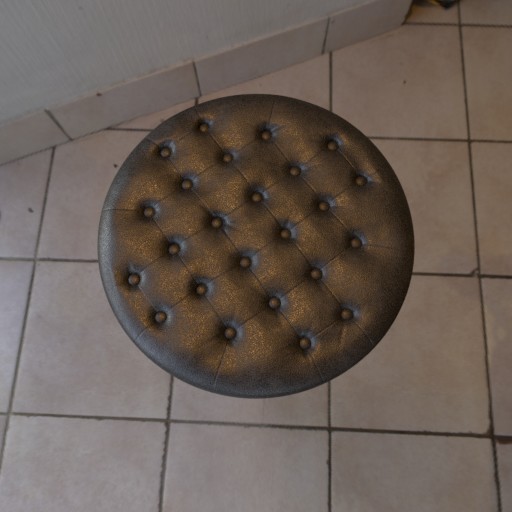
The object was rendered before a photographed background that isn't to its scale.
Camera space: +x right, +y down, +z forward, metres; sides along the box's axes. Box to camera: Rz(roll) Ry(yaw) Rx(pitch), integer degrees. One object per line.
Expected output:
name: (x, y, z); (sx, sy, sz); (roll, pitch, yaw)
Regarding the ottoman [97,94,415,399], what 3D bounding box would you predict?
ottoman: (0.000, 0.000, 1.070); (0.637, 0.442, 0.637); (0, 76, 0)
